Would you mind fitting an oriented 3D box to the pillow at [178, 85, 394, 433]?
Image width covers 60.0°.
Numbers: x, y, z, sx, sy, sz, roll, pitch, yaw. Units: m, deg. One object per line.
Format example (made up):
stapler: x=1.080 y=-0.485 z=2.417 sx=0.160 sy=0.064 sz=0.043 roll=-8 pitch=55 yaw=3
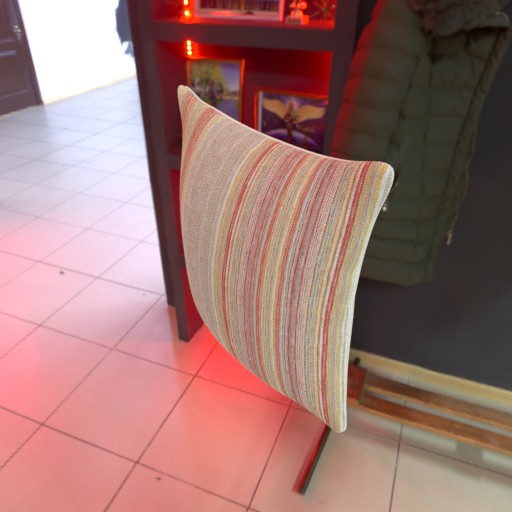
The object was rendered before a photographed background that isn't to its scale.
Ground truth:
pillow: x=0.000 y=0.000 z=0.711 sx=0.191 sy=0.449 sz=0.451 roll=-21 pitch=38 yaw=-30
